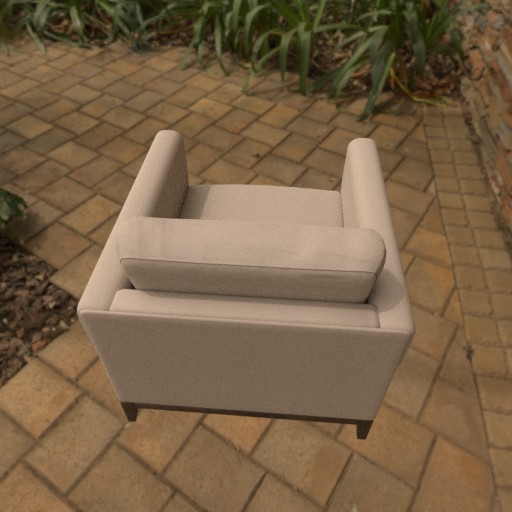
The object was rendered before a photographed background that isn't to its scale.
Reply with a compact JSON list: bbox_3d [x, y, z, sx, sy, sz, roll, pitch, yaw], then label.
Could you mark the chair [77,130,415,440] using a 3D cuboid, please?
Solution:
[{"bbox_3d":[0.000,0.000,1.651,0.914,0.838,0.959,3,45,3],"label":"chair"}]
